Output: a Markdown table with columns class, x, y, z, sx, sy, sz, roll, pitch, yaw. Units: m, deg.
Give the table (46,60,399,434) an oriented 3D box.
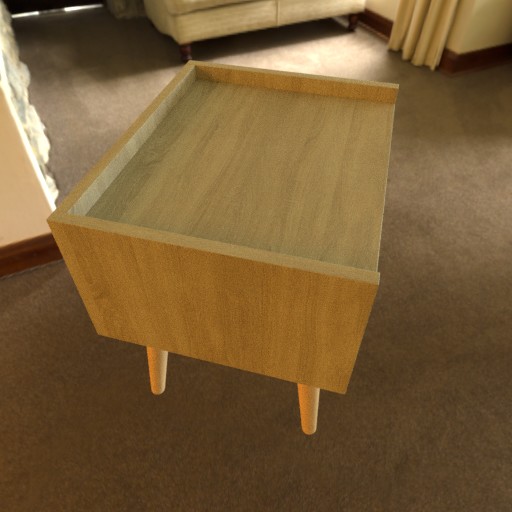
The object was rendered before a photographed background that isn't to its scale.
| class | x | y | z | sx | sy | sz | roll | pitch | yaw |
| --- | --- | --- | --- | --- | --- | --- | --- | --- | --- |
| table | 0.000 | 0.000 | 0.787 | 0.370 | 0.470 | 0.450 | 11 | 47 | 10 |
